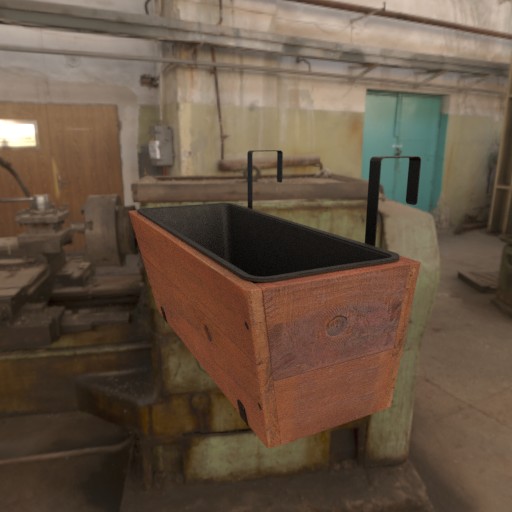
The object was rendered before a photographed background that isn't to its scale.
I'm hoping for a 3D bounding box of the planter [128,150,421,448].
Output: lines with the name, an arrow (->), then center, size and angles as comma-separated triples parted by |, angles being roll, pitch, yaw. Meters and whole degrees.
planter -> 0.000, 0.000, 0.643 | 0.262, 0.289, 0.480 | -7, 16, -26
